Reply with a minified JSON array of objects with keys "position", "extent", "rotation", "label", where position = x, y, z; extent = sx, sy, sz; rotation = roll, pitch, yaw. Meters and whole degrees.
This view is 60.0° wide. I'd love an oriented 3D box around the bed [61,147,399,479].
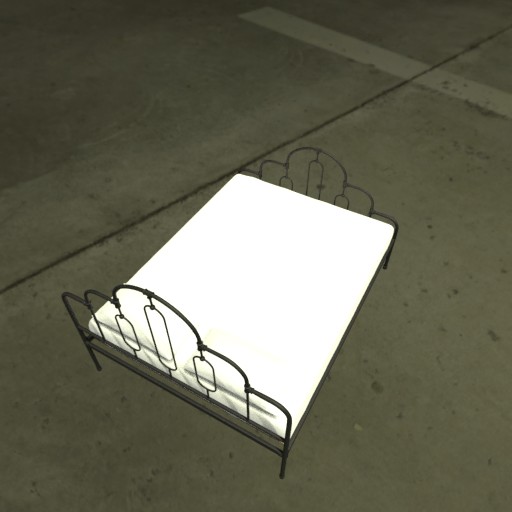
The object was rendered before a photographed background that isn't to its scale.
[{"position":[0.000,0.000,3.304],"extent":[1.640,1.429,2.163],"rotation":[22,50,20],"label":"bed"}]
